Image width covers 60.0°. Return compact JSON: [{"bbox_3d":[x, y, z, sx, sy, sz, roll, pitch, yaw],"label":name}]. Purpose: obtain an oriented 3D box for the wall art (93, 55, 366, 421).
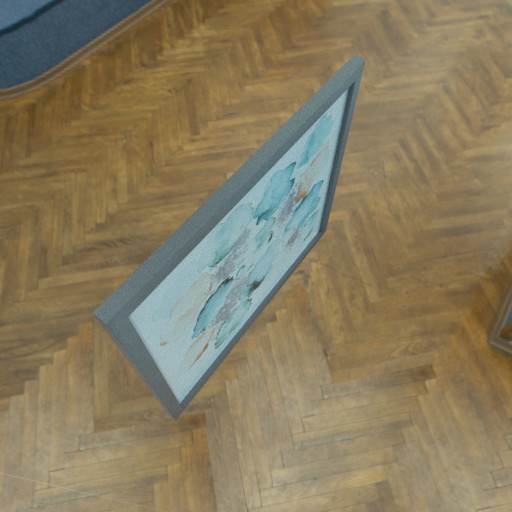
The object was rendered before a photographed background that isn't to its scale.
[{"bbox_3d":[0.000,0.000,0.928,0.026,0.558,0.660,32,63,18],"label":"wall art"}]
